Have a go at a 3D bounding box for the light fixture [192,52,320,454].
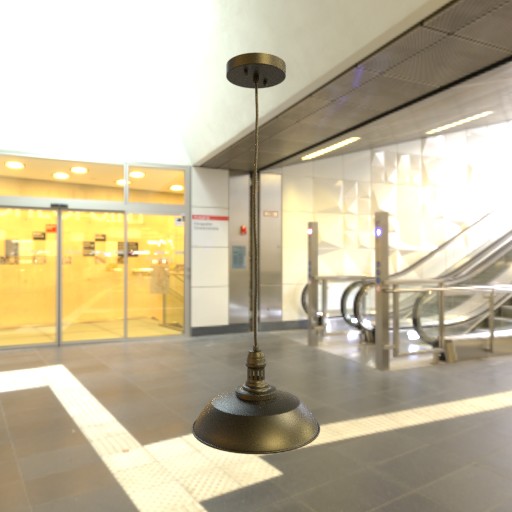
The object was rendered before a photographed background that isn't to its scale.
[{"bbox_3d":[0.000,0.000,1.157,0.331,0.993,0.331,0,-1,37],"label":"light fixture"}]
